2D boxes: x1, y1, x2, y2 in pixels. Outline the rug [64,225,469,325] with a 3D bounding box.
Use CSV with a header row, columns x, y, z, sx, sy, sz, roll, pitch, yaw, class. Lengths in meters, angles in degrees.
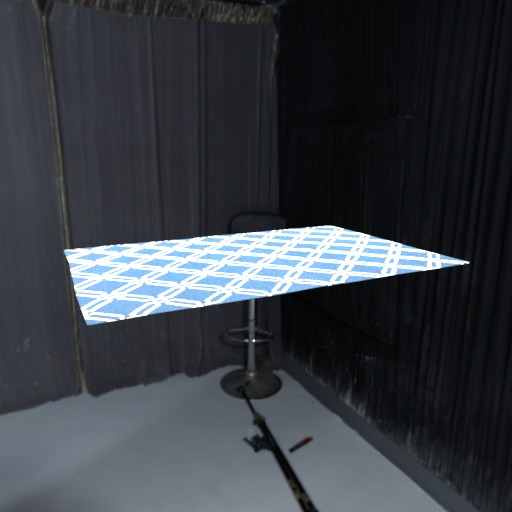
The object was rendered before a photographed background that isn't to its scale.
x,y,z,sx,sy,sz,roll,pitch,yaw,class
0.000,0.000,2.261,1.755,0.010,1.153,-7,15,-25,rug
